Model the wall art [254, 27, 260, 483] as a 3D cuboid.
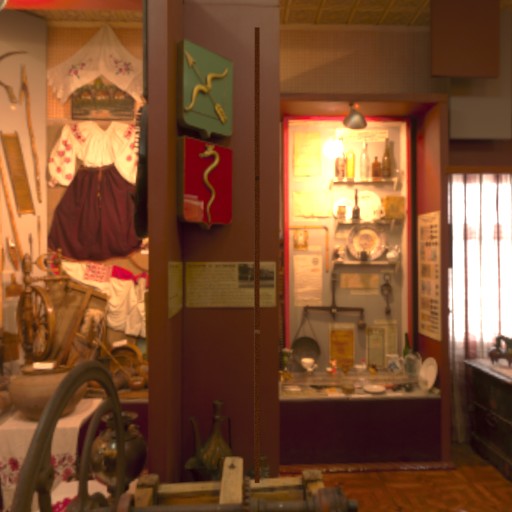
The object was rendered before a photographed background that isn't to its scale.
[{"bbox_3d":[0.000,0.000,1.351,0.010,0.917,0.919,0,0,0],"label":"wall art"}]
